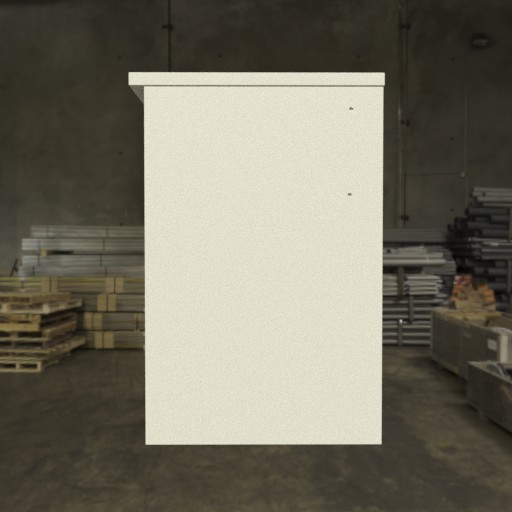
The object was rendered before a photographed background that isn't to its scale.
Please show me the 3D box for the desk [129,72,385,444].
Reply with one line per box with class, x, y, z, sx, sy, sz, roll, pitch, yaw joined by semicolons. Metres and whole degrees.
desk;0.000;0.000;1.317;0.498;0.729;0.900;0;1;0
